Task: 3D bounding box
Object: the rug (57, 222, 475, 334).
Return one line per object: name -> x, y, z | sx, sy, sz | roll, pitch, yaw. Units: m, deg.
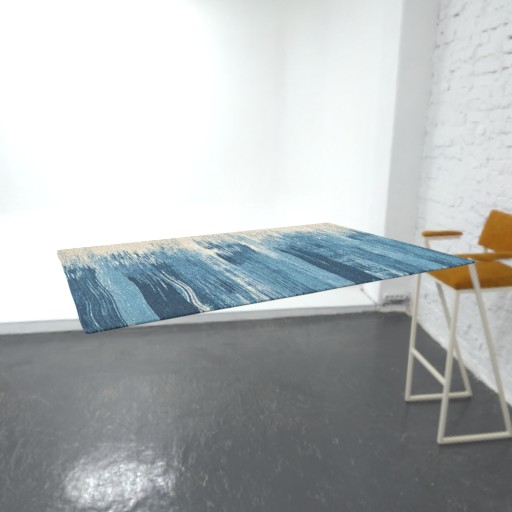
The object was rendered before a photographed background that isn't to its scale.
rug -> 0.000, 0.000, 2.309 | 1.836, 0.009, 1.232 | -7, 16, -26
